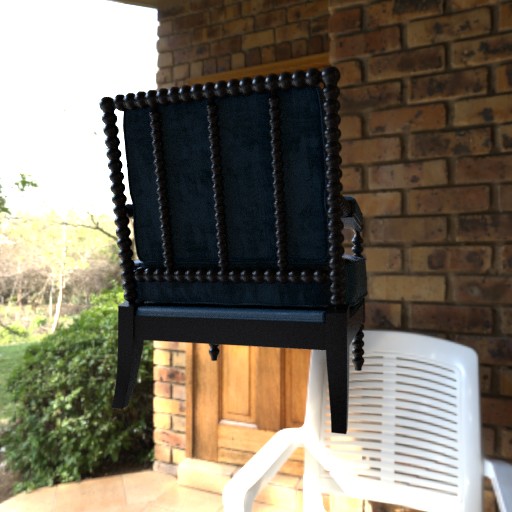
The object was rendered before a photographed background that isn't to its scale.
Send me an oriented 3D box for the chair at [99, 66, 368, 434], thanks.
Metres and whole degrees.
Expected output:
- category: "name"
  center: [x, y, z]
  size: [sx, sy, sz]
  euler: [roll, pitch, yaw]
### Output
- category: "chair"
  center: [0.000, 0.000, 1.449]
  size: [0.688, 0.857, 0.805]
  euler: [0, -1, 17]
